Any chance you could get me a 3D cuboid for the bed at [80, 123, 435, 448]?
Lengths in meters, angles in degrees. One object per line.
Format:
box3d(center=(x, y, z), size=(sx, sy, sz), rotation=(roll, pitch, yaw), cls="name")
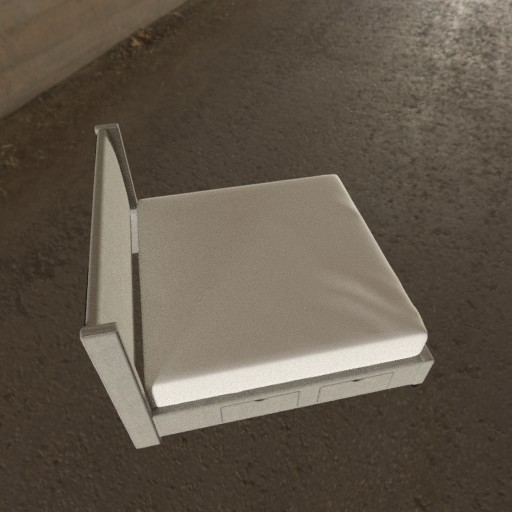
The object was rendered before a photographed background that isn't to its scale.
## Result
box3d(center=(0.000, 0.000, 3.641), size=(2.280, 1.470, 2.140), rotation=(-9, 47, -8), cls="bed")
